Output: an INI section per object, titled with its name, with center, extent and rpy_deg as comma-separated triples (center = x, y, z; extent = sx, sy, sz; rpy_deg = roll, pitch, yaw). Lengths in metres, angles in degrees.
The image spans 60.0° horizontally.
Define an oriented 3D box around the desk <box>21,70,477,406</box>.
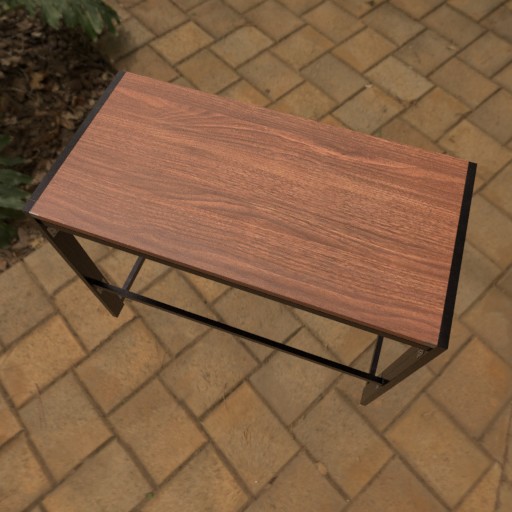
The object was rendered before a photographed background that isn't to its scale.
[desk]
center = 0.000, 0.000, 1.429
extent = 1.016, 0.762, 0.508
rpy_deg = 17, 64, 9
